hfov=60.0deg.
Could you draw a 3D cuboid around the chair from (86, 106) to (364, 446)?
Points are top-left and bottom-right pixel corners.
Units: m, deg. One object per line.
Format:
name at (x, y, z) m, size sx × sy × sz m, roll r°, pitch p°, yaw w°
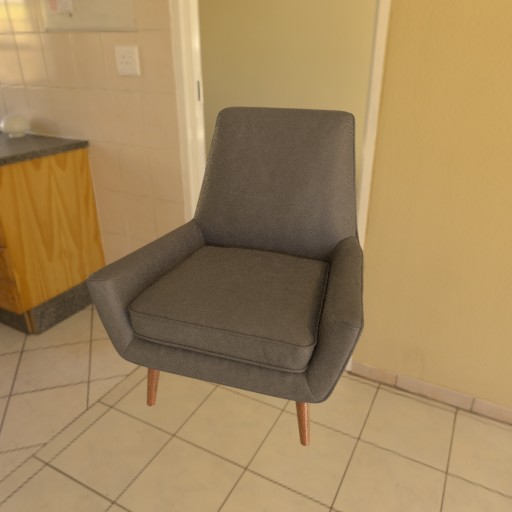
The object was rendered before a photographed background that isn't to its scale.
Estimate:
chair at (0.000, 0.000, 1.510) m, size 0.787 × 0.888 × 0.822 m, roll 8°, pitch 26°, yaw 16°
